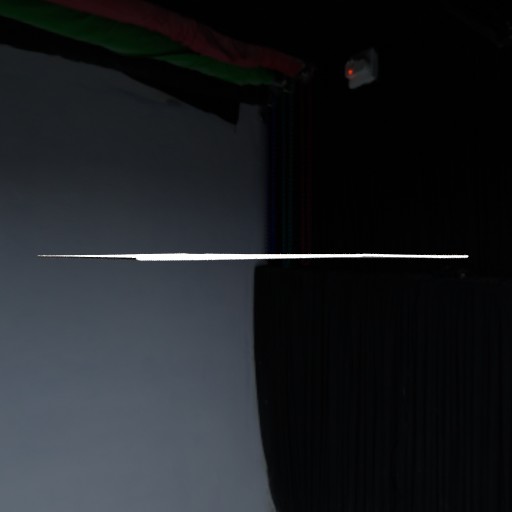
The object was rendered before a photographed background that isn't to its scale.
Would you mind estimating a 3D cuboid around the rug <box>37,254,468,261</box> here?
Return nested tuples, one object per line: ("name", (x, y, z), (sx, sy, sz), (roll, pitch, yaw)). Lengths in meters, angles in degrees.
("rug", (0.000, 0.000, 3.603), (2.869, 0.038, 2.032), (0, 0, -37))
